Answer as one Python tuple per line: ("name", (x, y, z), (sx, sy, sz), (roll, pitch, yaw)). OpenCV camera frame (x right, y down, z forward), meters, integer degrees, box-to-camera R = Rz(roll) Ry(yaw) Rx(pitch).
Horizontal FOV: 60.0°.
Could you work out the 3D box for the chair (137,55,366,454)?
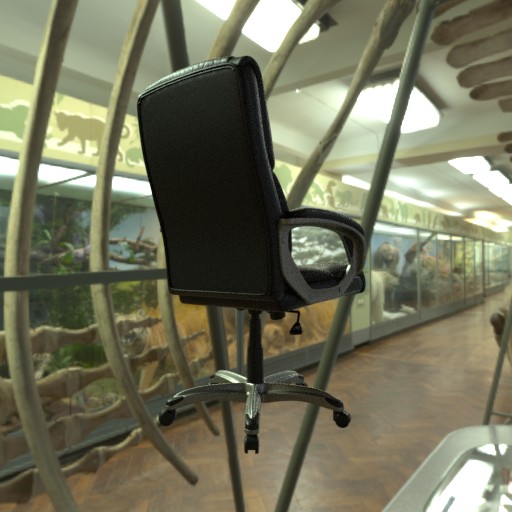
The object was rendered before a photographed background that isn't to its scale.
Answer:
("chair", (0.000, 0.000, 1.617), (0.663, 1.155, 0.739), (-1, -1, 38))
